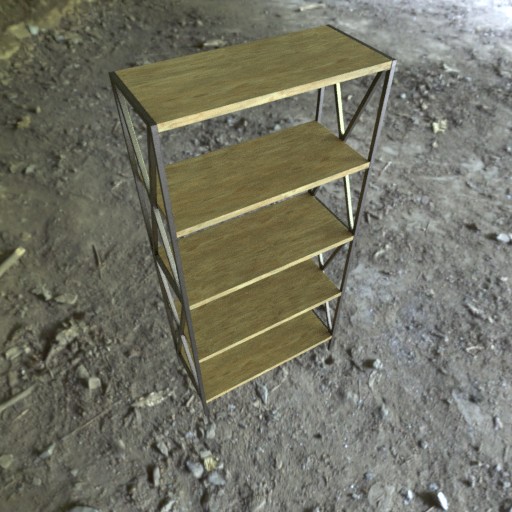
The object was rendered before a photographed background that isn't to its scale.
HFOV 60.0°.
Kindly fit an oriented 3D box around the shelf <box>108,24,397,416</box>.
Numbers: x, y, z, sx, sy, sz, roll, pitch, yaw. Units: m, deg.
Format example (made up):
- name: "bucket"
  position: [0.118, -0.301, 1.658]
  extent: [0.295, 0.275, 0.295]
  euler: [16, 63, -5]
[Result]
- name: "shelf"
  position: [0.000, 0.000, 2.108]
  extent: [0.874, 1.803, 0.386]
  euler: [-22, 50, -20]
